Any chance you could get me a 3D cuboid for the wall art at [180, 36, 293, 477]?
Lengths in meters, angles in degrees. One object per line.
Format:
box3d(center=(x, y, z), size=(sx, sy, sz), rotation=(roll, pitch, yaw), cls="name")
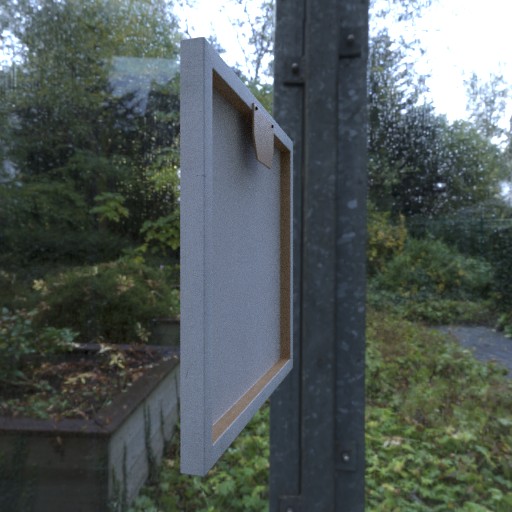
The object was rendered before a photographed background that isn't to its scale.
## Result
box3d(center=(0.000, 0.000, 0.902), size=(0.044, 0.605, 0.605), rotation=(0, 0, 16), cls="wall art")
